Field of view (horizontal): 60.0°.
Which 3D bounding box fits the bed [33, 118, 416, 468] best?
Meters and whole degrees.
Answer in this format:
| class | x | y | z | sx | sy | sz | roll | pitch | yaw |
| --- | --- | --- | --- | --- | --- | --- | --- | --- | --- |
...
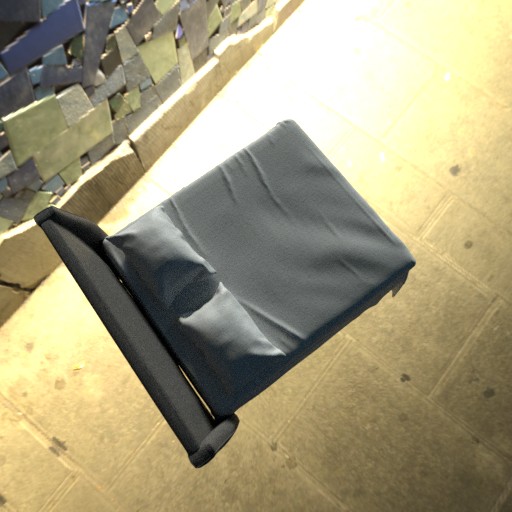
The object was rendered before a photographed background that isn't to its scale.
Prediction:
| class | x | y | z | sx | sy | sz | roll | pitch | yaw |
| --- | --- | --- | --- | --- | --- | --- | --- | --- | --- |
| bed | 0.000 | 0.000 | 3.500 | 2.276 | 1.332 | 1.925 | -36 | 77 | -9 |
